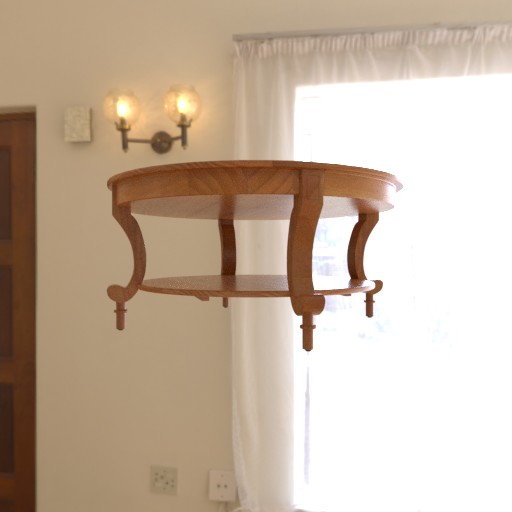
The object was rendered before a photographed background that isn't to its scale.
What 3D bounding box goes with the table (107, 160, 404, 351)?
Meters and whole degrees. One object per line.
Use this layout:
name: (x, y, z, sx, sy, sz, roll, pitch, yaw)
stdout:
table: (0.000, 0.000, 1.614, 1.029, 0.490, 1.029, 0, 1, 0)
